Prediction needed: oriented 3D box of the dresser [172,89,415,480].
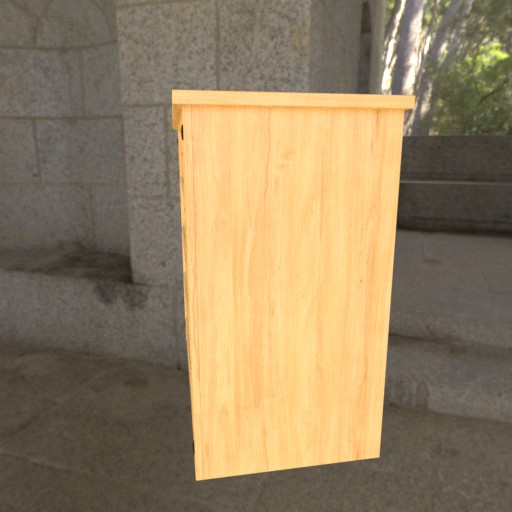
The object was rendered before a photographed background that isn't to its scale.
[{"bbox_3d":[0.000,0.000,1.188,0.410,0.730,0.800,-2,13,-10],"label":"dresser"}]
